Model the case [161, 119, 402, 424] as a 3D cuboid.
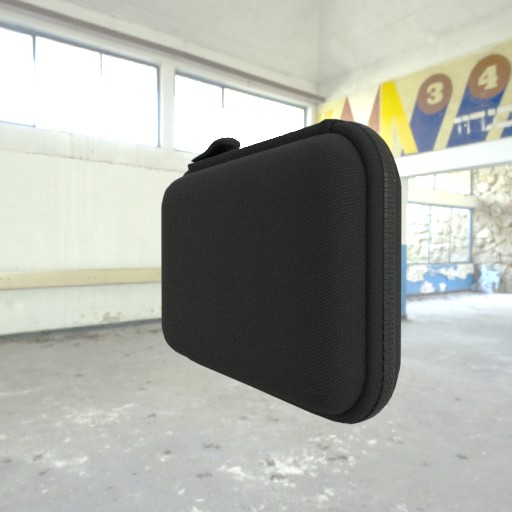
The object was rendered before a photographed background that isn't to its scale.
[{"bbox_3d":[0.000,0.000,0.181,0.038,0.105,0.132,-1,1,-36],"label":"case"}]
